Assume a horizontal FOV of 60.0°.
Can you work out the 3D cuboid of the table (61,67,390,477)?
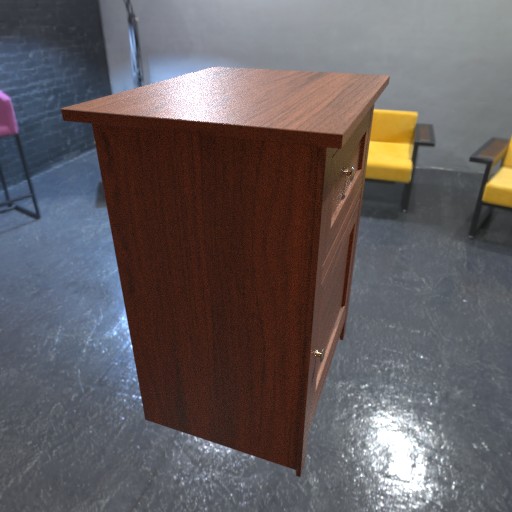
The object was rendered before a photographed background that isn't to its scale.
[{"bbox_3d":[0.000,0.000,0.890,0.381,0.636,0.480,11,31,18],"label":"table"}]
